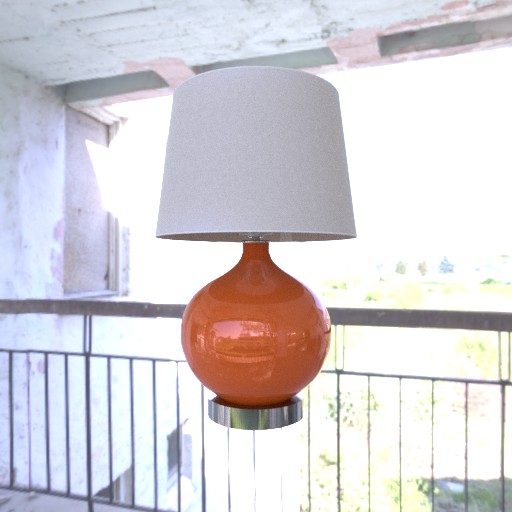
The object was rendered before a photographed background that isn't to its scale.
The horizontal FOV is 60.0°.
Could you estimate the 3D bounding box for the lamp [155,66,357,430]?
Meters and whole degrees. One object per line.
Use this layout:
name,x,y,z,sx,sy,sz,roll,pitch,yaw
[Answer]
lamp,0.000,0.000,0.552,0.247,0.387,0.247,0,-1,0
